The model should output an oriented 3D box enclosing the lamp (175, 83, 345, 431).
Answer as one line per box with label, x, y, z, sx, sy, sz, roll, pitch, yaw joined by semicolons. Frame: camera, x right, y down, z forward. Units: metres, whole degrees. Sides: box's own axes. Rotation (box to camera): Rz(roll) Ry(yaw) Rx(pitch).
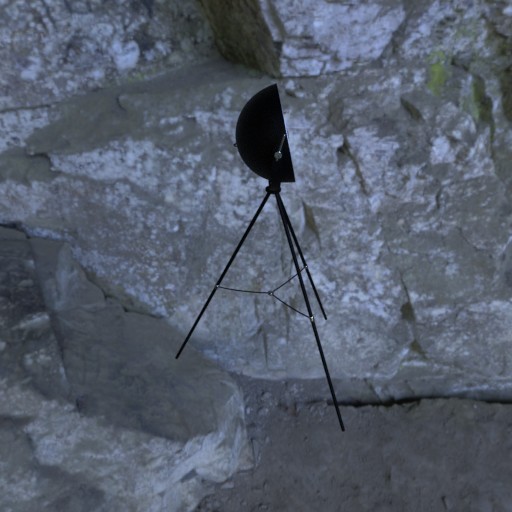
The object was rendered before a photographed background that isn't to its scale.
lamp;0.000;0.000;2.056;0.920;1.512;0.817;-1;34;-1
